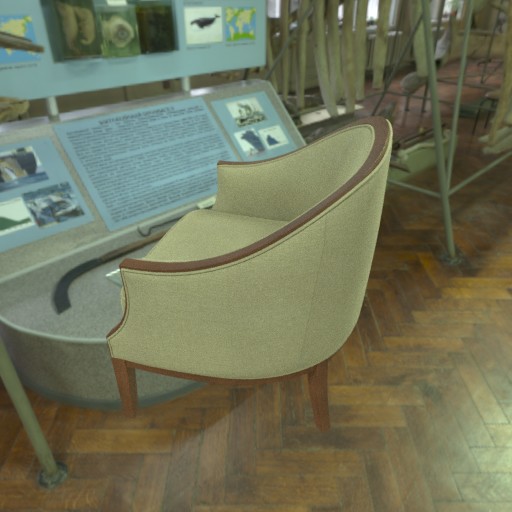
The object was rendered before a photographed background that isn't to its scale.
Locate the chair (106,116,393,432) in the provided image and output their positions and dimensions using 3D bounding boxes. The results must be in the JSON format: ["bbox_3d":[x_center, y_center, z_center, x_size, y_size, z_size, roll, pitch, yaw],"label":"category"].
[{"bbox_3d":[0.000,0.000,1.444,0.735,0.876,0.803,8,33,13],"label":"chair"}]
